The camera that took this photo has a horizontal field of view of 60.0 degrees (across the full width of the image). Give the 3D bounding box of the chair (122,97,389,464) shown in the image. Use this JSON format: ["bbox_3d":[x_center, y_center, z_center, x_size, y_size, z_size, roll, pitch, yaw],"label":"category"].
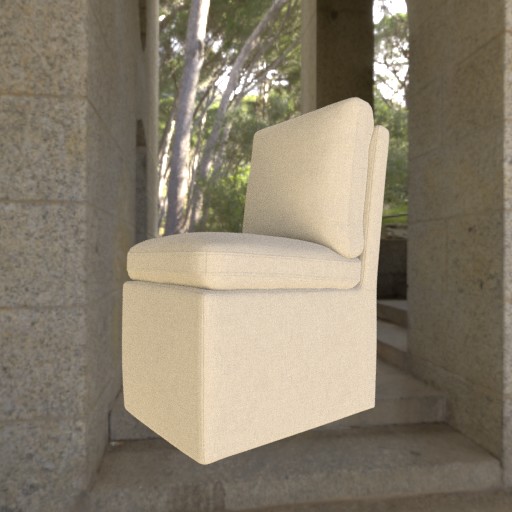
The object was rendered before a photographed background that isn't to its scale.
[{"bbox_3d":[0.000,0.000,1.352,0.698,0.927,0.503,0,0,-38],"label":"chair"}]
